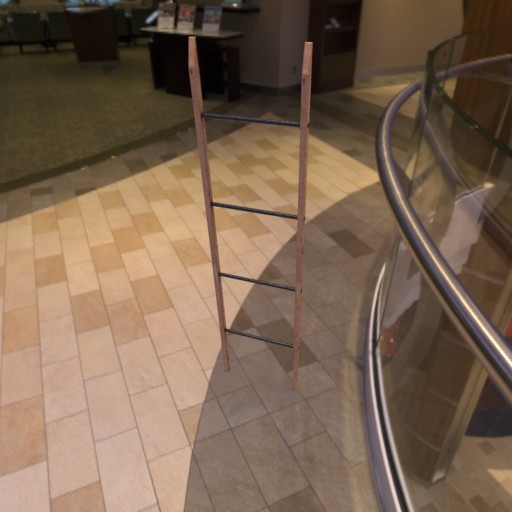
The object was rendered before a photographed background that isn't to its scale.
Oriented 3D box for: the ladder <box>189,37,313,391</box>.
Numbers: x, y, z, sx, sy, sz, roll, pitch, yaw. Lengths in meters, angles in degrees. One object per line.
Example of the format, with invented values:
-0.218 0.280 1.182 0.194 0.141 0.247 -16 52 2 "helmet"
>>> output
0.000 0.000 2.024 0.442 1.805 0.200 11 34 16 "ladder"
